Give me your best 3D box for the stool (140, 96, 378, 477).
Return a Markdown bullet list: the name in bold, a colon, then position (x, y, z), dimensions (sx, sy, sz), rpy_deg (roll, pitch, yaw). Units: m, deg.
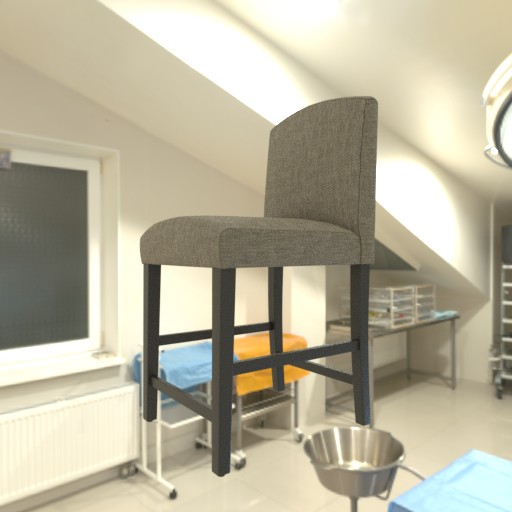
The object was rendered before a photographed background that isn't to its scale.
- **stool**: position (0.000, 0.000, 1.276), dimensions (0.552, 0.966, 0.451), rpy_deg (-1, 1, -37)
